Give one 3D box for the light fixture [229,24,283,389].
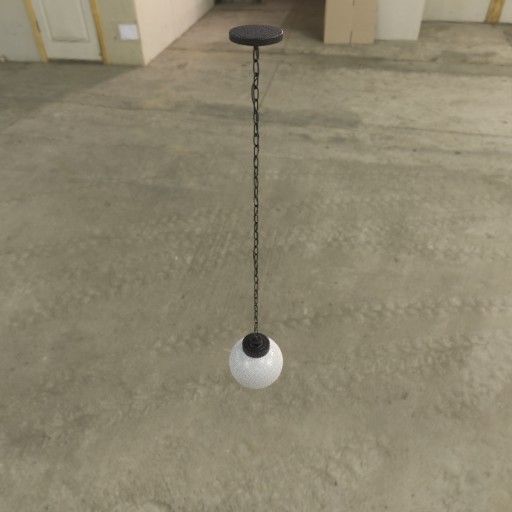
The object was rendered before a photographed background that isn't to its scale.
[{"bbox_3d":[0.000,0.000,2.007,0.304,1.867,0.305,27,47,28],"label":"light fixture"}]
